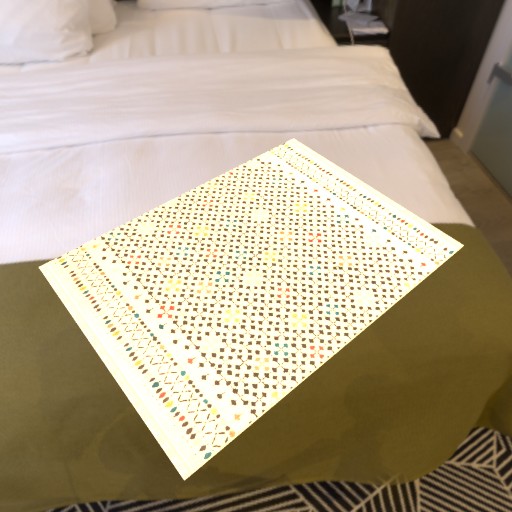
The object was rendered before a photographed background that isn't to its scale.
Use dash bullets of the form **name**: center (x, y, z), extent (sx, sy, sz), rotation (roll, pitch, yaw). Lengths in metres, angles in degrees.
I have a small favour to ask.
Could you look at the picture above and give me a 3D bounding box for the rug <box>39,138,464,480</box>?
- **rug**: center (0.000, 0.000, 2.012), extent (1.556, 0.006, 1.146), rotation (-32, 56, -26)
